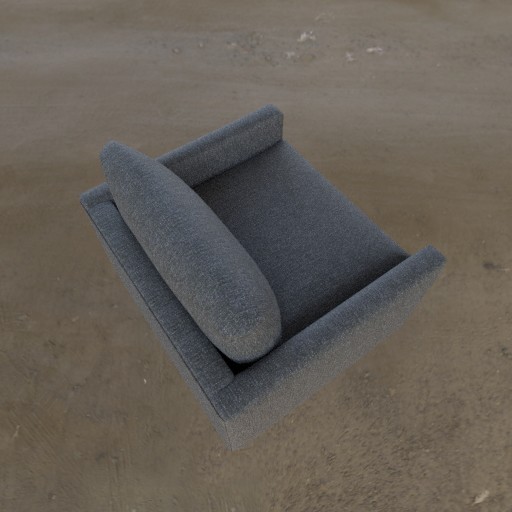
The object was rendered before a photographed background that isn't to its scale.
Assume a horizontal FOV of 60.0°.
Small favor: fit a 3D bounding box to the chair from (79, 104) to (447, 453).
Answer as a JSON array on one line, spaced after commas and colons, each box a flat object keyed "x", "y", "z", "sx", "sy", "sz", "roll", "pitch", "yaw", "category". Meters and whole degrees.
[{"x": 0.000, "y": 0.000, "z": 1.623, "sx": 0.866, "sy": 0.861, "sz": 0.963, "roll": -31, "pitch": 62, "yaw": -18, "category": "chair"}]
